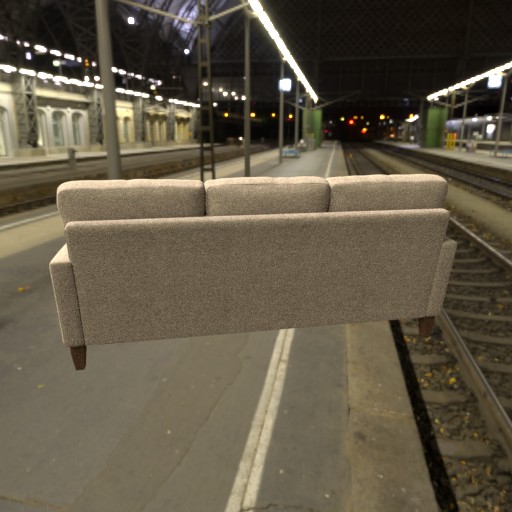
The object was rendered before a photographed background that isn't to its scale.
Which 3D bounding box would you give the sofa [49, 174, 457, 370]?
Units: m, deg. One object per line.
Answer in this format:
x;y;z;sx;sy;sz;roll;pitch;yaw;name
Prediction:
0.000;0.000;2.654;2.115;0.984;0.888;-3;16;-11;sofa
